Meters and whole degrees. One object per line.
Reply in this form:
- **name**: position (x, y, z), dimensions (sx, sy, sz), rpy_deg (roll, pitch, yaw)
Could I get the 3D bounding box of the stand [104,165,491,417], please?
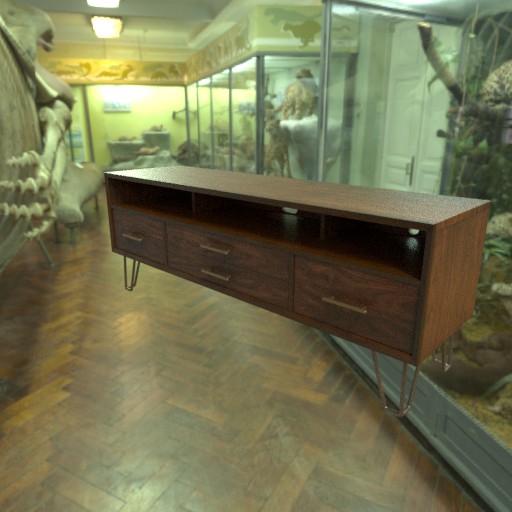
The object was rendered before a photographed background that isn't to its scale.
- **stand**: position (0.000, 0.000, 1.881), dimensions (1.626, 0.610, 0.481), rpy_deg (16, 23, 41)
